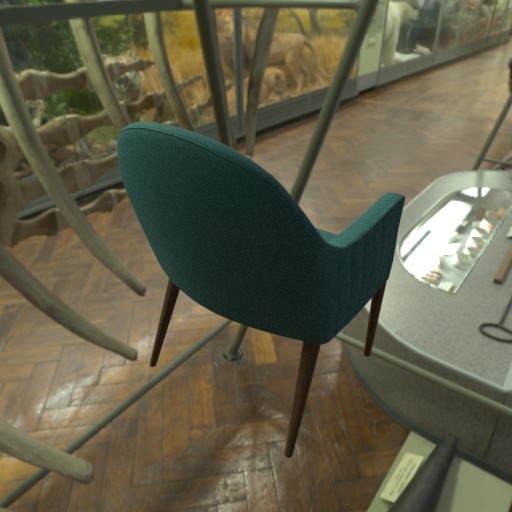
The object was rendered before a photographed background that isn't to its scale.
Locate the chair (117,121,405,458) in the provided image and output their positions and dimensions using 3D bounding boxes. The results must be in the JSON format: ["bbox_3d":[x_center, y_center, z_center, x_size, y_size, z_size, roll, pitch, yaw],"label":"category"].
[{"bbox_3d":[0.000,0.000,1.337,0.656,0.907,0.652,22,37,32],"label":"chair"}]
